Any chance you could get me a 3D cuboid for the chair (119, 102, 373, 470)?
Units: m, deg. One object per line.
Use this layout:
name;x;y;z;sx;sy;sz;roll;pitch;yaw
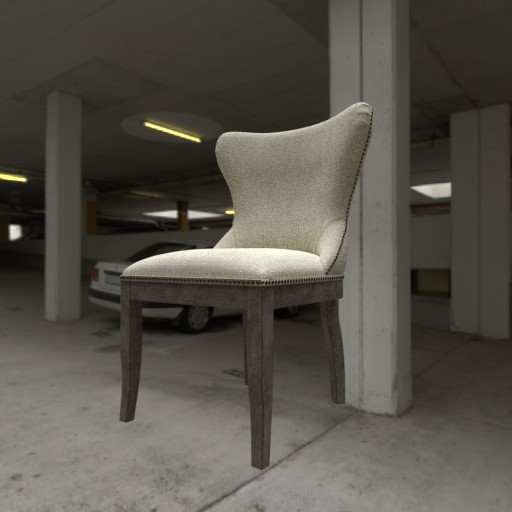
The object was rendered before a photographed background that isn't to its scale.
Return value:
chair;0.000;0.000;1.459;0.654;1.002;0.681;0;-1;37
